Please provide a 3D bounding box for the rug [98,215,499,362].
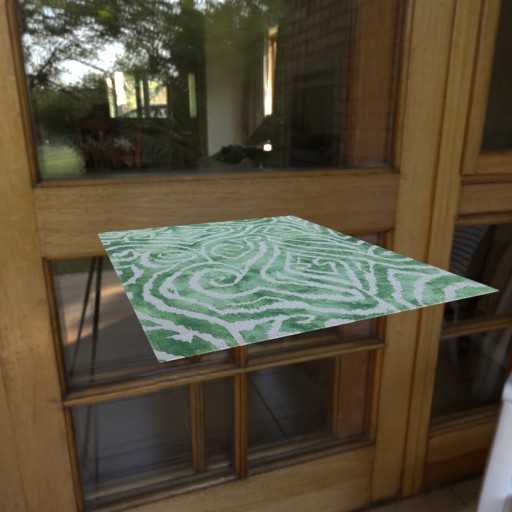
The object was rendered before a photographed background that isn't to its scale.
[{"bbox_3d":[0.000,0.000,4.019,2.436,0.007,3.045,-7,18,-23],"label":"rug"}]
